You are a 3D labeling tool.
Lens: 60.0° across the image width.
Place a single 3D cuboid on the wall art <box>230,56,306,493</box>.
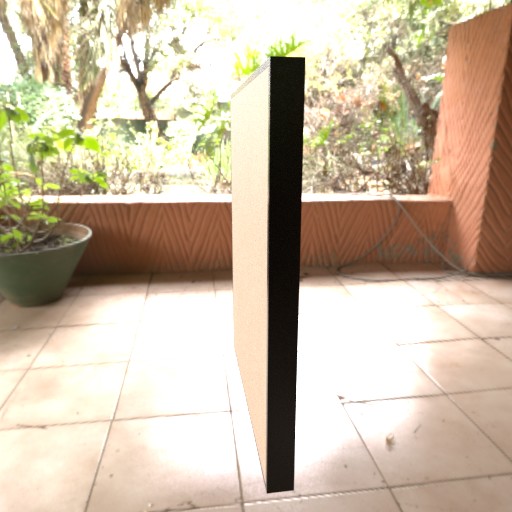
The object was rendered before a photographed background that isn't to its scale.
[{"bbox_3d":[0.000,0.000,0.749,0.038,0.551,0.448,-2,15,-8],"label":"wall art"}]
